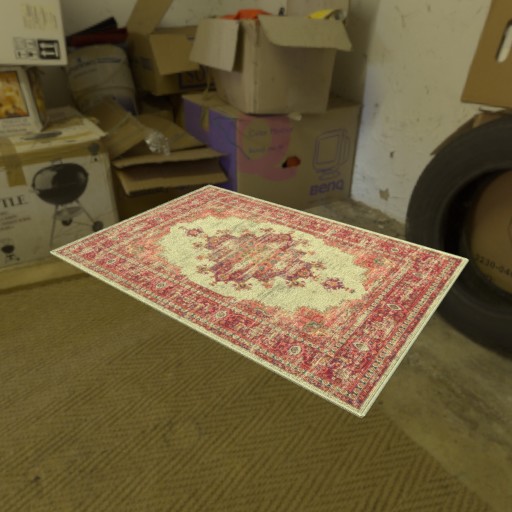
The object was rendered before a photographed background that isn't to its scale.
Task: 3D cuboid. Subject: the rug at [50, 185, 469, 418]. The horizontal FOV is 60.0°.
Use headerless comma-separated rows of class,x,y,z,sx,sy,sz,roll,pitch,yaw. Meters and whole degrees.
rug,0.000,0.000,2.246,1.747,0.011,1.217,20,35,32
